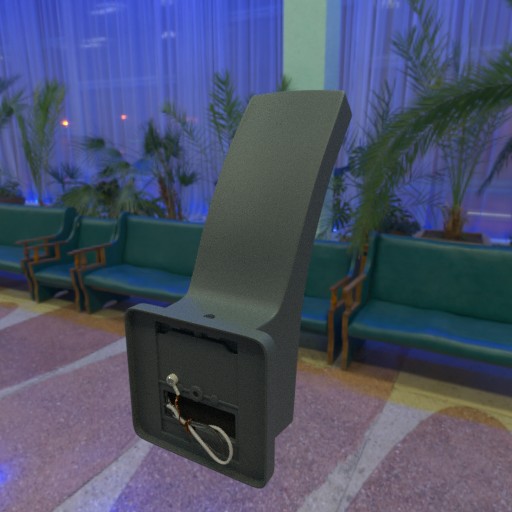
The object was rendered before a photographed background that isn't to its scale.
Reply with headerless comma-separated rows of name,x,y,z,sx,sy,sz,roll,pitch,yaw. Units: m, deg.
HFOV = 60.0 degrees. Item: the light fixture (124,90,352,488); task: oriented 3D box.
light fixture,0.000,0.000,0.330,0.108,0.243,0.174,8,17,29
